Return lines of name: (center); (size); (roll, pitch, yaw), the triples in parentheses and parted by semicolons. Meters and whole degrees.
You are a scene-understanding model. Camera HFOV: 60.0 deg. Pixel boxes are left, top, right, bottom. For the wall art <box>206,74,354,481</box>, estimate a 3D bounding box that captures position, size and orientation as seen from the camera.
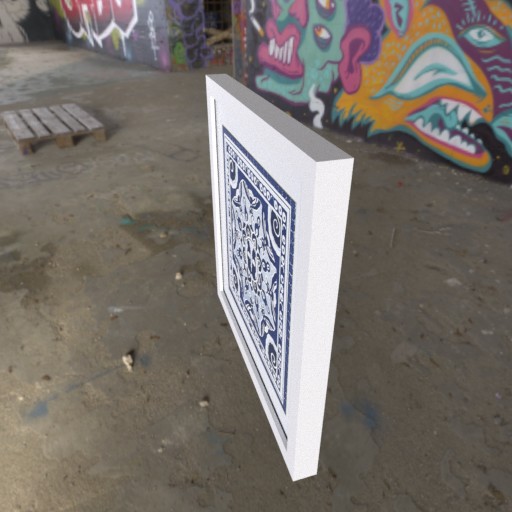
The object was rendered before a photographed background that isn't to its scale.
wall art: (0.000, 0.000, 0.531); (0.027, 0.355, 0.355); (-9, 32, -15)
